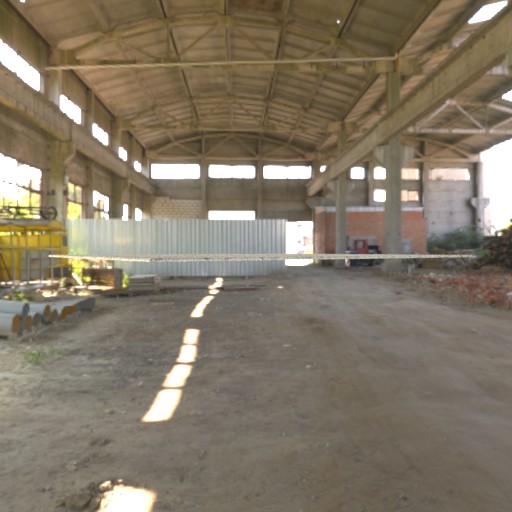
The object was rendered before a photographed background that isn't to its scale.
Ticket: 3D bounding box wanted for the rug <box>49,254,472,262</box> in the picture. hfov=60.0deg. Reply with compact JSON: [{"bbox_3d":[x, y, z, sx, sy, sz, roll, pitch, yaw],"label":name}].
[{"bbox_3d":[0.000,0.000,4.056,3.038,0.019,2.420,0,1,-36],"label":"rug"}]
